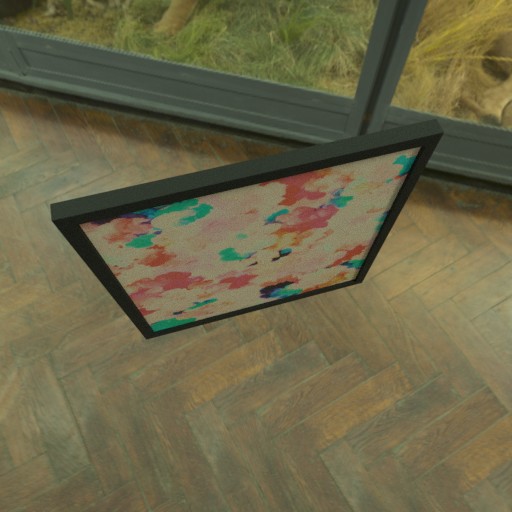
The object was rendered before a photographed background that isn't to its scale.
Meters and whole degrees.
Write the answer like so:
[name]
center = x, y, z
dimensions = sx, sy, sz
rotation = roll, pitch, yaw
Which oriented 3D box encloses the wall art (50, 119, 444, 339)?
[wall art]
center = 0.000, 0.000, 0.473
dimensions = 0.306, 0.304, 0.015
rotation = -14, 64, -7
